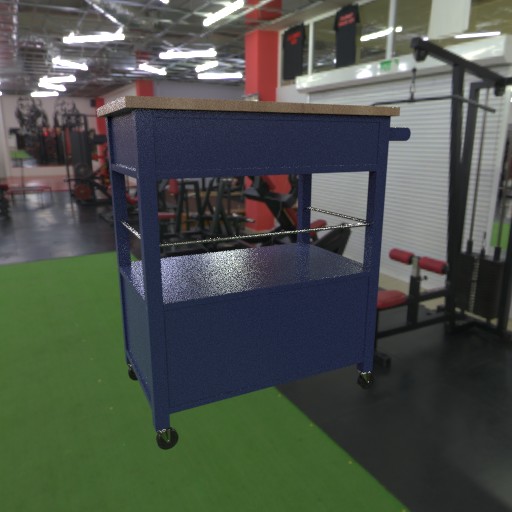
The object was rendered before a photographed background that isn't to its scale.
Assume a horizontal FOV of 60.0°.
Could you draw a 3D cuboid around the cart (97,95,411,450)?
[{"bbox_3d":[0.000,0.000,1.423,0.840,0.901,0.459,-7,16,-25],"label":"cart"}]
